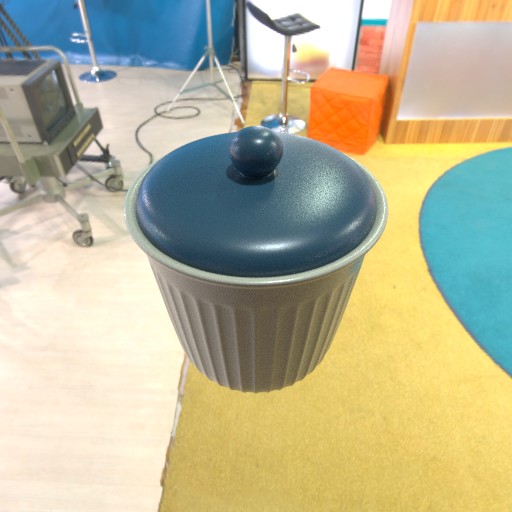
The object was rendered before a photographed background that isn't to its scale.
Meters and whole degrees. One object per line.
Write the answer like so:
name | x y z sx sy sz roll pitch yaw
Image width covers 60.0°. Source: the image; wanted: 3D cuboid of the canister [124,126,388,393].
canister | 0.000 0.000 0.349 0.181 0.211 0.181 0 41 0
